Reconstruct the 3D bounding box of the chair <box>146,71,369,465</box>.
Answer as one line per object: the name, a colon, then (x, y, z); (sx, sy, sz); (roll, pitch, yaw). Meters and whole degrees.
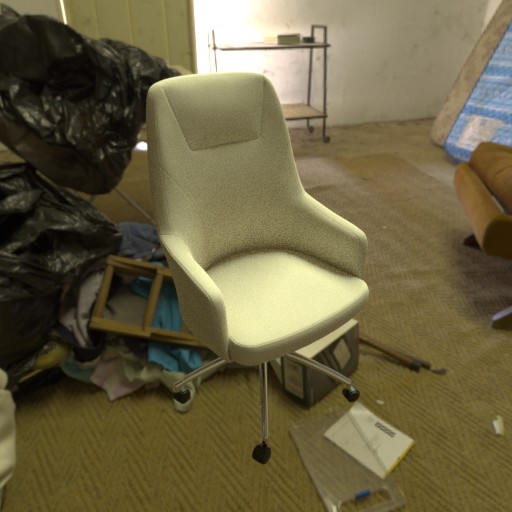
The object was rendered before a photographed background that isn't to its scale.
chair: (0.000, 0.000, 1.431); (0.620, 1.049, 0.640); (-21, 35, -32)
